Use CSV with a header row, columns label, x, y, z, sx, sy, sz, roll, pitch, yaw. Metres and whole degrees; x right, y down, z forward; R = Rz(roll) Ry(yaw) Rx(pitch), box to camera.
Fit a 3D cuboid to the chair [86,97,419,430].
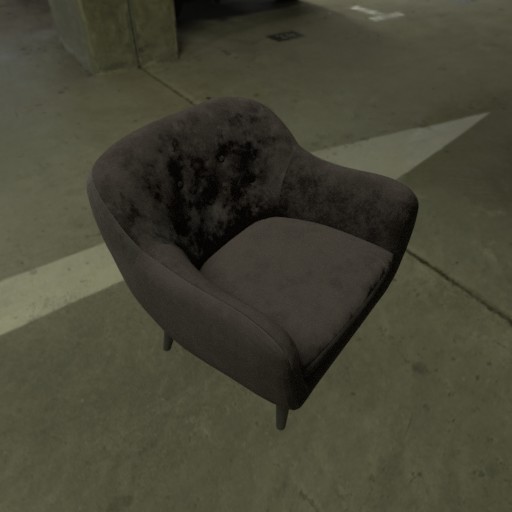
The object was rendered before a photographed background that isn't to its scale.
label,x,y,z,sx,sy,sz,roll,pitch,yaw
chair,0.000,0.000,1.532,0.819,0.807,0.840,26,47,27
